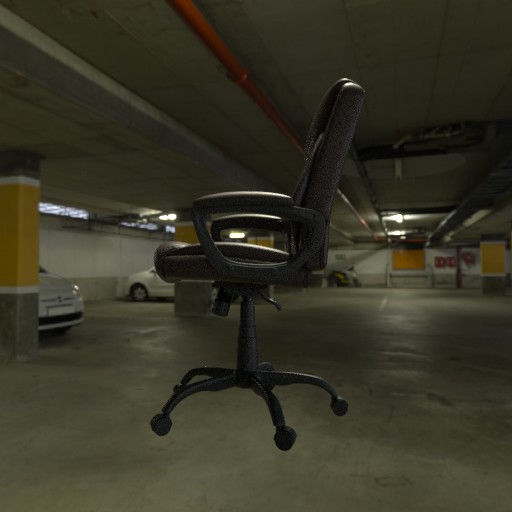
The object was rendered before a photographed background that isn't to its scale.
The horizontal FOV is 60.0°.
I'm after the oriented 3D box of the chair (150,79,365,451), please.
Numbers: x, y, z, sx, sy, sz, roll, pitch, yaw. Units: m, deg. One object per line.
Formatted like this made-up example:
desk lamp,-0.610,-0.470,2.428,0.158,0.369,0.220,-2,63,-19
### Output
chair,0.000,0.000,1.512,0.655,1.072,0.615,0,-2,0
